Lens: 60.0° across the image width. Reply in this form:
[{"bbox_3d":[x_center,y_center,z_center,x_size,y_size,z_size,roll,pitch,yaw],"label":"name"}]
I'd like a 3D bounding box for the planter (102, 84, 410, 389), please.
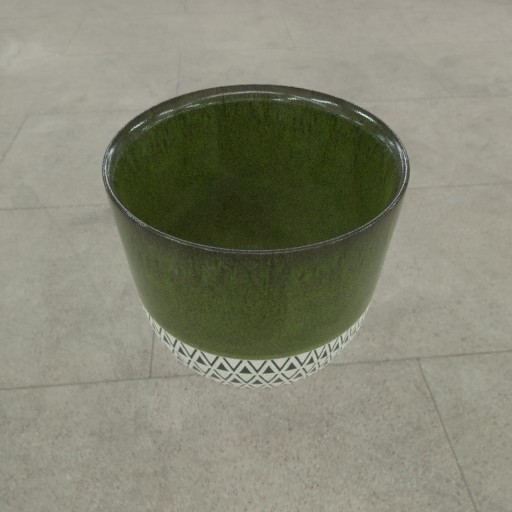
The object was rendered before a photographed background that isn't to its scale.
[{"bbox_3d":[0.000,0.000,0.487,0.266,0.270,0.266,0,45,0],"label":"planter"}]
